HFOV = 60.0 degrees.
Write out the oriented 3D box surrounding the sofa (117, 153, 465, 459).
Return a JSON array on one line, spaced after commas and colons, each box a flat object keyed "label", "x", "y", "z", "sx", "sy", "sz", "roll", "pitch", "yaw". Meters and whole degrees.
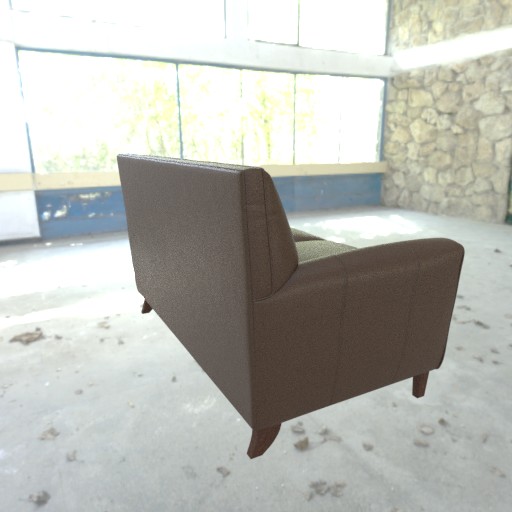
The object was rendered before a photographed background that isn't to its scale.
[{"label": "sofa", "x": 0.000, "y": 0.000, "z": 1.944, "sx": 0.853, "sy": 0.859, "sz": 1.468, "roll": -8, "pitch": 16, "yaw": -27}]
